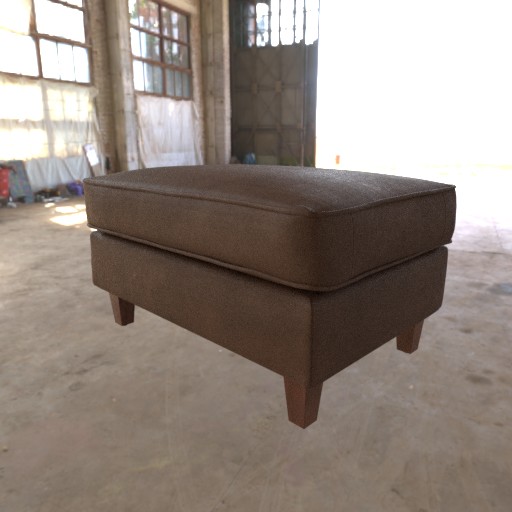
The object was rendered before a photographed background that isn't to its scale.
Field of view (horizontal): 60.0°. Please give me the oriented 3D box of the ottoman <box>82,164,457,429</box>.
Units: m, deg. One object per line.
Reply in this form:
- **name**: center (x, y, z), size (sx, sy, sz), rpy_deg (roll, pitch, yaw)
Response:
- **ottoman**: center (0.000, 0.000, 1.211), size (0.860, 0.481, 0.596), rpy_deg (14, 20, 43)
